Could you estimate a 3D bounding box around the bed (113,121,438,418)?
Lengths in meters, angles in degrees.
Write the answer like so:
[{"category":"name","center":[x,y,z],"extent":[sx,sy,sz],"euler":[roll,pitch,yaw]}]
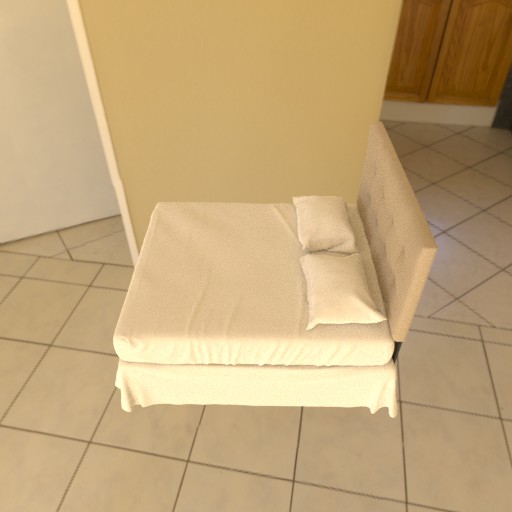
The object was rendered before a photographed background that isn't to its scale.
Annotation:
[{"category":"bed","center":[0.000,0.000,3.571],"extent":[2.222,1.577,1.936],"euler":[1,41,1]}]
